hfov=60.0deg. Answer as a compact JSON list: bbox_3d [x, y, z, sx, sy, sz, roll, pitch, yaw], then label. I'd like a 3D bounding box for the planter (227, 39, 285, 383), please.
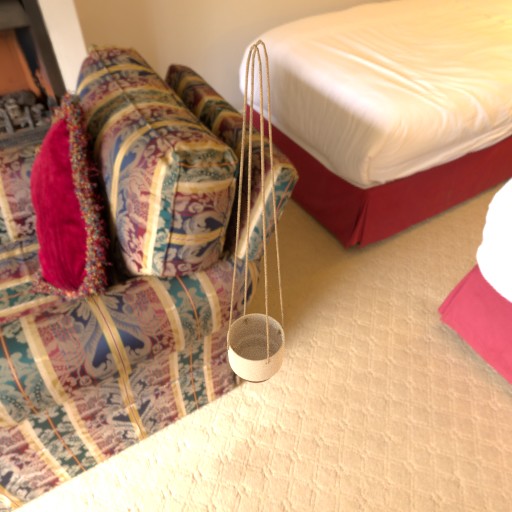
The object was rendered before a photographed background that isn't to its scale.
[{"bbox_3d":[0.000,0.000,0.913,0.146,0.841,0.146,16,48,15],"label":"planter"}]
